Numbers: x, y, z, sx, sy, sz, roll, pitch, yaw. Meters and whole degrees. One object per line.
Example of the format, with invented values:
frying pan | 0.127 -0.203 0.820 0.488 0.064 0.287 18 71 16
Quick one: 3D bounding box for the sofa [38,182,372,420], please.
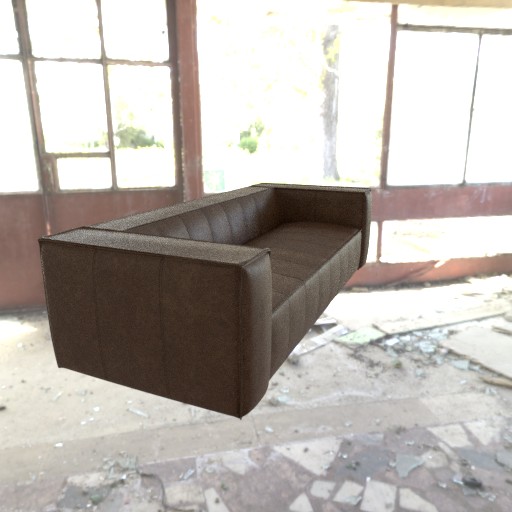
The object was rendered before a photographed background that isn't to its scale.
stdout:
sofa | 0.000 0.000 2.988 1.102 0.701 2.581 7 17 24
